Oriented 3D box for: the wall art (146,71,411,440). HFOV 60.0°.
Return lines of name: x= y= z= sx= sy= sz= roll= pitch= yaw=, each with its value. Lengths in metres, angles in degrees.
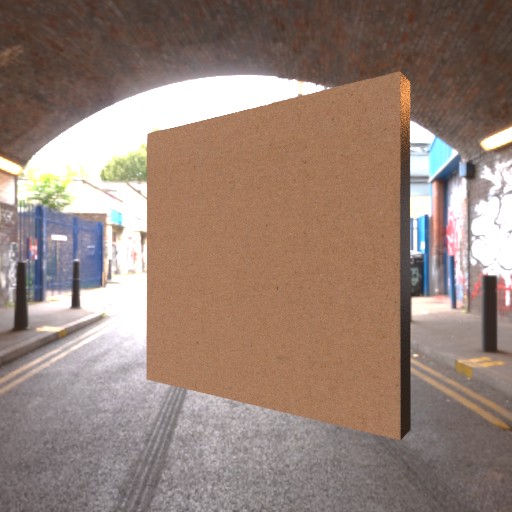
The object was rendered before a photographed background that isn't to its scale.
wall art: x=0.000 y=0.000 z=0.489 sx=0.327 sy=0.318 sz=0.029 roll=0 pitch=0 yaw=36
